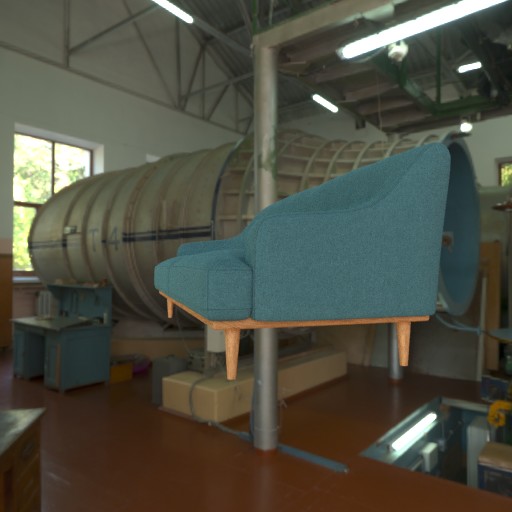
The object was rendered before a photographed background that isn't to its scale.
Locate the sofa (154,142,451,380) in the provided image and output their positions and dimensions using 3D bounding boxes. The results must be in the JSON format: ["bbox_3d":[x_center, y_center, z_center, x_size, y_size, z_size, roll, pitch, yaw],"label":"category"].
[{"bbox_3d":[0.000,0.000,2.498,0.978,0.871,2.057,0,-1,-17],"label":"sofa"}]
